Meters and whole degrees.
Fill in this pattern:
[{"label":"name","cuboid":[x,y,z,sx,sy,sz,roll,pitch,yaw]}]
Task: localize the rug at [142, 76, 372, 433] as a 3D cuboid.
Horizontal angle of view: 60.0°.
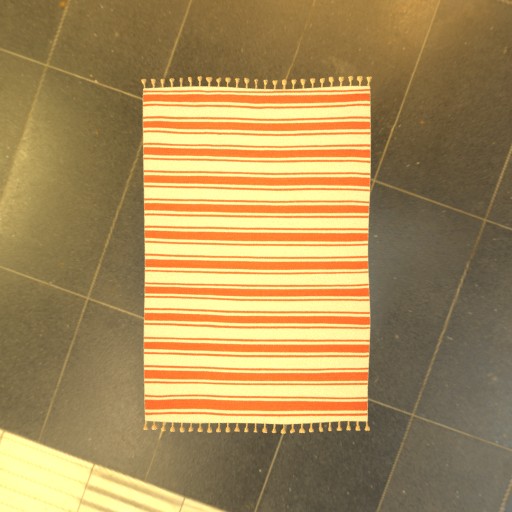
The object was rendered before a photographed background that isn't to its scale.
[{"label":"rug","cuboid":[0.000,0.000,3.021,1.556,0.022,2.433,0,91,1]}]
